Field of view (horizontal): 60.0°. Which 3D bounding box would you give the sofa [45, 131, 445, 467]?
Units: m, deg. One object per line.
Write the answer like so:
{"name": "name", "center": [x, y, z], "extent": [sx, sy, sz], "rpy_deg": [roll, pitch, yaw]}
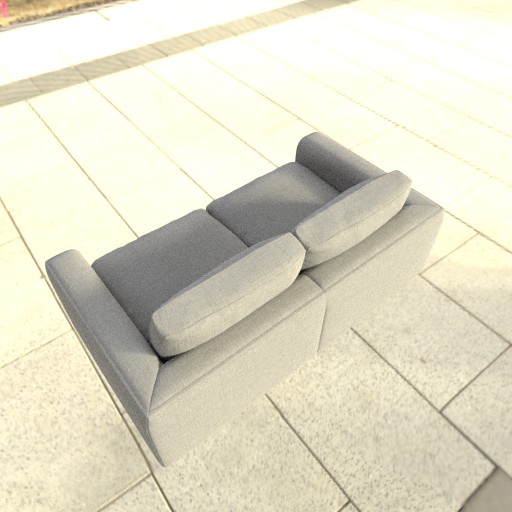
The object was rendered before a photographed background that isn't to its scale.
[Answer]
{"name": "sofa", "center": [0.000, 0.000, 2.432], "extent": [1.920, 0.800, 1.069], "rpy_deg": [-31, 54, -25]}
